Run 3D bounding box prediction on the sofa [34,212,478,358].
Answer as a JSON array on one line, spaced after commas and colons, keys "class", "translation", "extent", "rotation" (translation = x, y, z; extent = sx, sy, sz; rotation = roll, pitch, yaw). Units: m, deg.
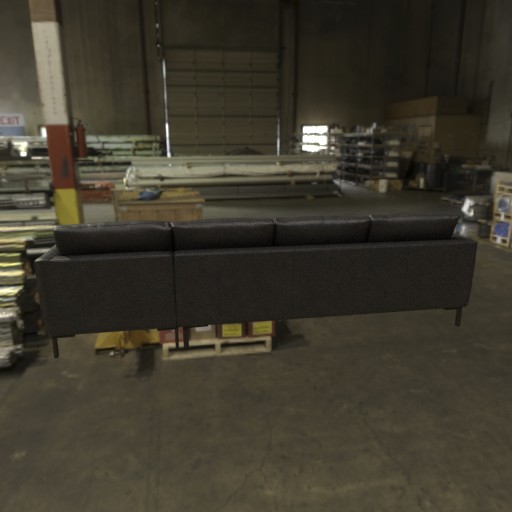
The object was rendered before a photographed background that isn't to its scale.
[{"class": "sofa", "translation": [0.000, 0.000, 3.657], "extent": [2.993, 0.859, 1.471], "rotation": [-3, 15, -10]}]
